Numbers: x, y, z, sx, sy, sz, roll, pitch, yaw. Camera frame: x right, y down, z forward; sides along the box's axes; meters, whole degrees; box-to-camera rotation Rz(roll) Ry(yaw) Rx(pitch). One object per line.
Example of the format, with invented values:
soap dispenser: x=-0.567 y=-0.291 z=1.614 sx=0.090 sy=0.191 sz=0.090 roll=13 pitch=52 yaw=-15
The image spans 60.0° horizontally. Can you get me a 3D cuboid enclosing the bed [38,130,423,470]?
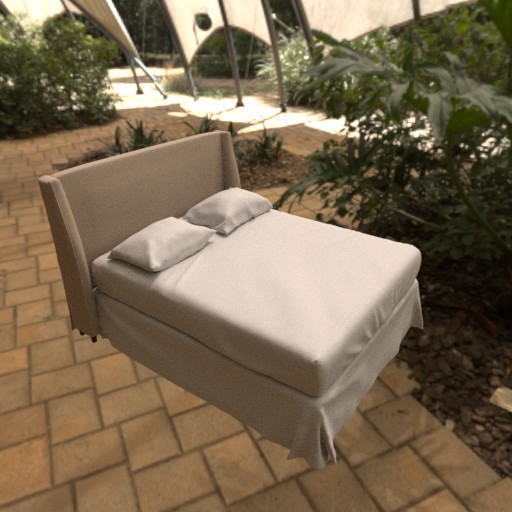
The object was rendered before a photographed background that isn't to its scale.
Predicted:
bed: x=0.000 y=0.000 z=3.360 sx=2.276 sy=1.332 sz=1.925 roll=19 pitch=33 yaw=31
